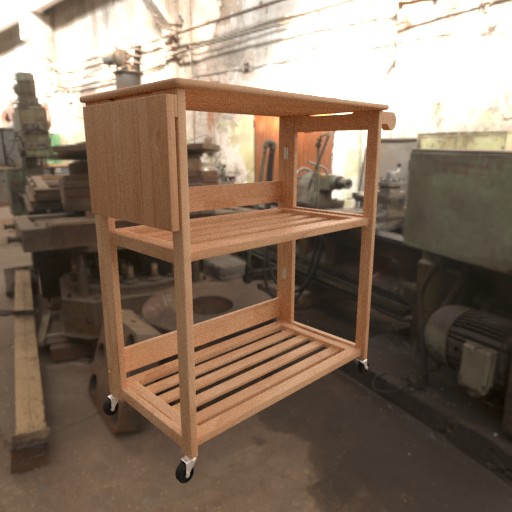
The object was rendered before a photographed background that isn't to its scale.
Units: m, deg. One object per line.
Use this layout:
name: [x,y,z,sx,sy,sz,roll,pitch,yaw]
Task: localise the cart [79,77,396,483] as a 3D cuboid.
cart: [0.000,0.000,1.332,0.853,0.879,0.432,-13,18,-42]
